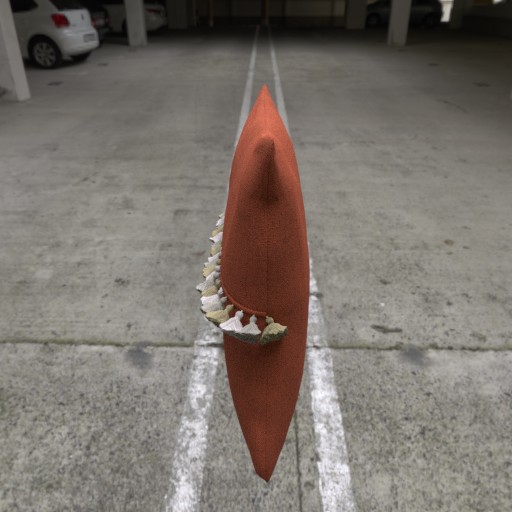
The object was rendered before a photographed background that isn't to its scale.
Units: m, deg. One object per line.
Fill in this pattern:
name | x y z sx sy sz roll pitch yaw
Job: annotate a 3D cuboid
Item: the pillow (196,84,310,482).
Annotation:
pillow | 0.000 0.000 0.729 0.165 0.482 0.490 0 27 1
